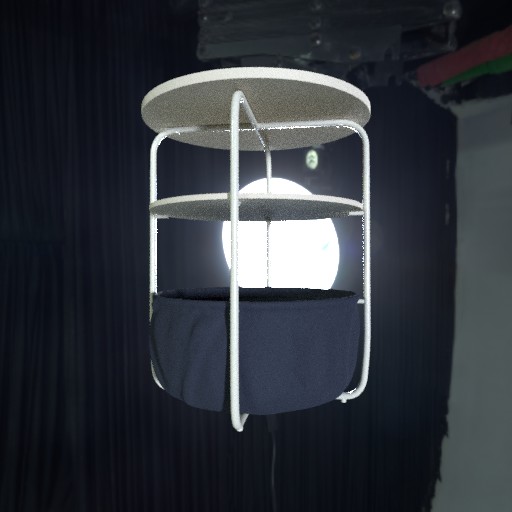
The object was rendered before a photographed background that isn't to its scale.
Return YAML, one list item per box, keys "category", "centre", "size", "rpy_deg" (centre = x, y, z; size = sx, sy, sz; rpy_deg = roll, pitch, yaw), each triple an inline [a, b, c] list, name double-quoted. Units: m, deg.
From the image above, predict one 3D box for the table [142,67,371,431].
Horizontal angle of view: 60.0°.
- category: "table"
  centre: [0.000, 0.000, 0.835]
  size: [0.418, 0.532, 0.418]
  rpy_deg: [0, -1, -36]
